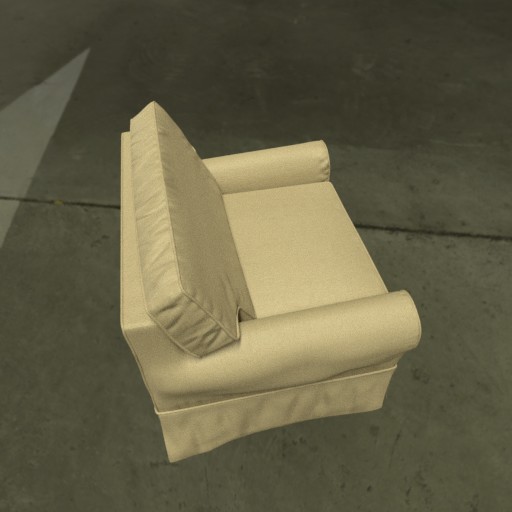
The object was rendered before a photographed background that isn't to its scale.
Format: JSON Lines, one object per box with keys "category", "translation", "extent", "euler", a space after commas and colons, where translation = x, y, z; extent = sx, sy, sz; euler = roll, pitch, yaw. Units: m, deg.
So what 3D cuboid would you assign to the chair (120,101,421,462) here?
{"category": "chair", "translation": [0.000, 0.000, 1.744], "extent": [0.903, 0.937, 1.096], "euler": [-9, 47, -8]}
